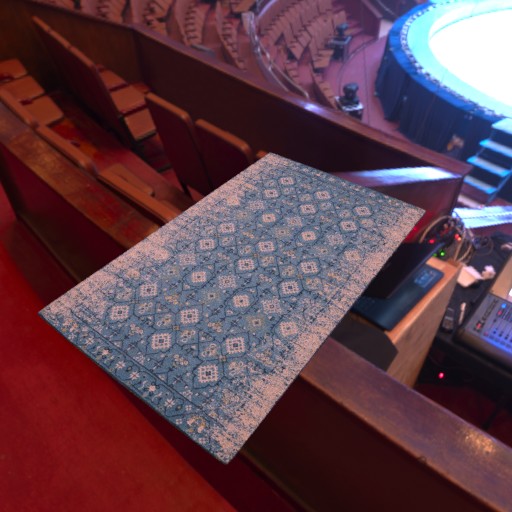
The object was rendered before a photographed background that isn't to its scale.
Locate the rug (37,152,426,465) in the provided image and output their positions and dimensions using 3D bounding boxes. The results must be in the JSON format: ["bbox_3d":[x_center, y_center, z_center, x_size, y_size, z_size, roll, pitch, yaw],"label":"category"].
[{"bbox_3d":[0.000,0.000,2.248,1.102,0.008,1.795,27,49,26],"label":"rug"}]
